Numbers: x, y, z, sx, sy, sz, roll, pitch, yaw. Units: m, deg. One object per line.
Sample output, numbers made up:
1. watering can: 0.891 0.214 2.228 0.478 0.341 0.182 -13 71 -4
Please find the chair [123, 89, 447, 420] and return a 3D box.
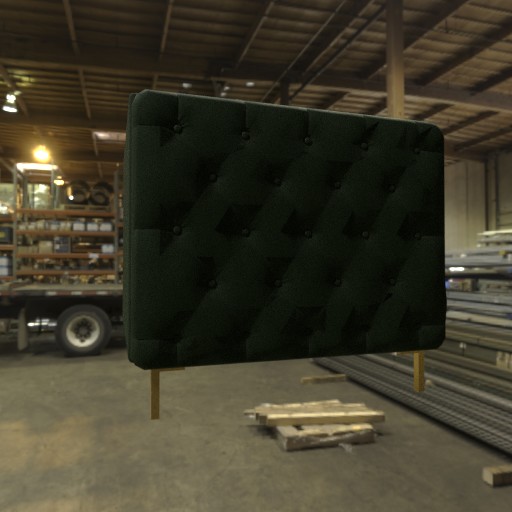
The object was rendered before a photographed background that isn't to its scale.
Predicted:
1. chair: 0.000 0.000 1.506 0.855 0.768 0.917 0 -1 -18
